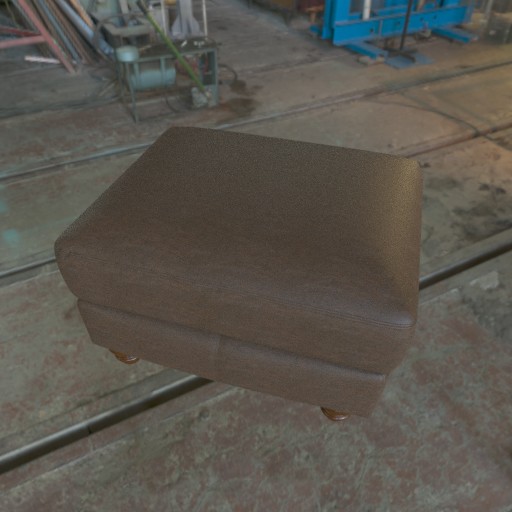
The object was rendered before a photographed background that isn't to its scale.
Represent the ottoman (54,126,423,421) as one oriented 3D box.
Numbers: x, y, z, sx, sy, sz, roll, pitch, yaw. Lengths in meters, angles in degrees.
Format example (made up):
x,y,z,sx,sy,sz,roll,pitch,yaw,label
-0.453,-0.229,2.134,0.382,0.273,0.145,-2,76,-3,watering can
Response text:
x,y,z,sx,sy,sz,roll,pitch,yaw,label
0.000,0.000,1.193,0.787,0.508,0.635,11,43,13,ottoman
